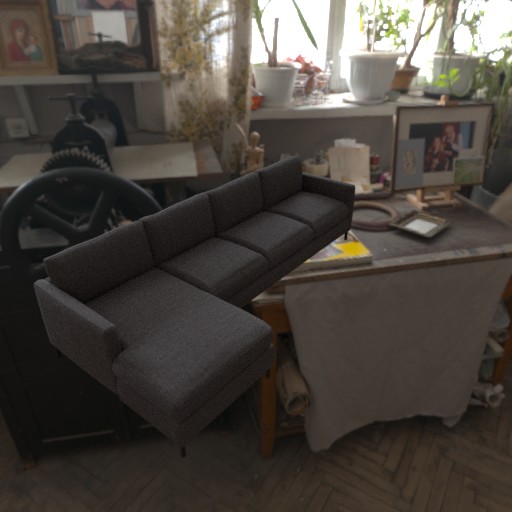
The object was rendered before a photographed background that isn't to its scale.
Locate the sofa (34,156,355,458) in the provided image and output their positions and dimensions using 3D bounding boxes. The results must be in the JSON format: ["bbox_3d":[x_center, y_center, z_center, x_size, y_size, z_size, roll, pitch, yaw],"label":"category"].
[{"bbox_3d":[0.000,0.000,3.270,1.258,0.754,2.731,21,36,33],"label":"sofa"}]
